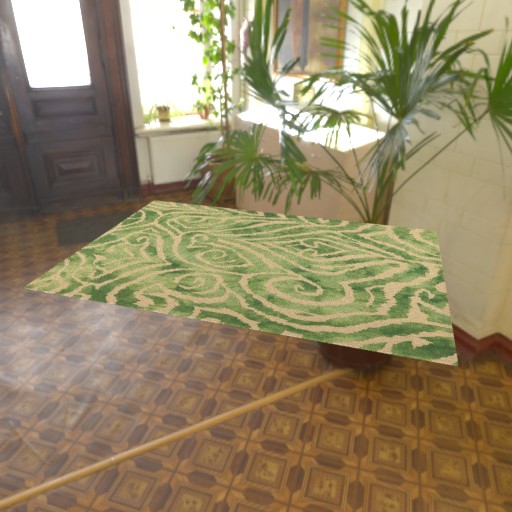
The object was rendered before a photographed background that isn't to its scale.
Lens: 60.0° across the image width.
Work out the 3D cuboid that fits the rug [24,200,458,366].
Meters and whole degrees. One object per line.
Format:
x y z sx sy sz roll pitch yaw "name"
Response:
0.000 0.000 2.290 1.826 0.006 1.220 8 28 15 "rug"
